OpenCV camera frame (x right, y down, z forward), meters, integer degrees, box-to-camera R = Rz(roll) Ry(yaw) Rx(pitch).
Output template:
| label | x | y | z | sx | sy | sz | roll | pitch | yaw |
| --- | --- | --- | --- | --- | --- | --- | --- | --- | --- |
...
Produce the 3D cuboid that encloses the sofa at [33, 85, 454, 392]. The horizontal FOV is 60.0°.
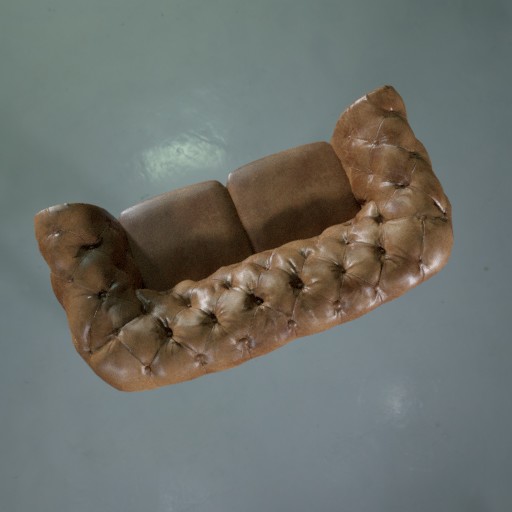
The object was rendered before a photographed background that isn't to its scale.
| label | x | y | z | sx | sy | sz | roll | pitch | yaw |
| --- | --- | --- | --- | --- | --- | --- | --- | --- | --- |
| sofa | 0.000 | 0.000 | 2.467 | 1.979 | 0.877 | 1.042 | -21 | 78 | -5 |
